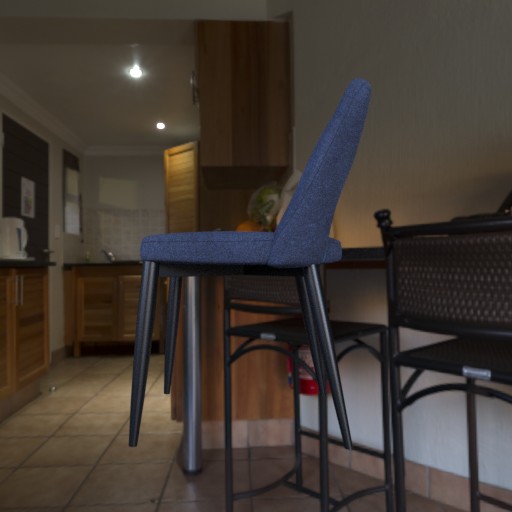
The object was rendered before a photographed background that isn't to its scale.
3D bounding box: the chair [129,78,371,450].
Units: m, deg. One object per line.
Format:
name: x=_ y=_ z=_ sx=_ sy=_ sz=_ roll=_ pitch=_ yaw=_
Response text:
chair: x=0.000 y=0.000 z=1.275 sx=0.612 sy=0.931 sz=0.470 roll=0 pitch=0 yaw=0
